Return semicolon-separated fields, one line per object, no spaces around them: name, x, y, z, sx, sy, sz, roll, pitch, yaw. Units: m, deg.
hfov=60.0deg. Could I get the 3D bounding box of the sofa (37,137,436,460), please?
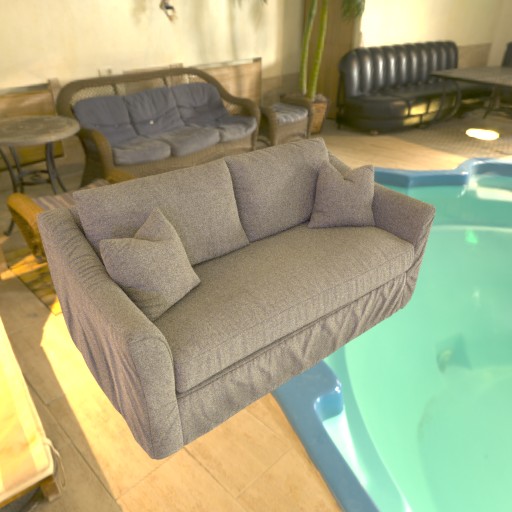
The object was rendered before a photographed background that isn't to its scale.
sofa;0.000;0.000;2.570;2.010;1.018;1.072;-22;37;-33
